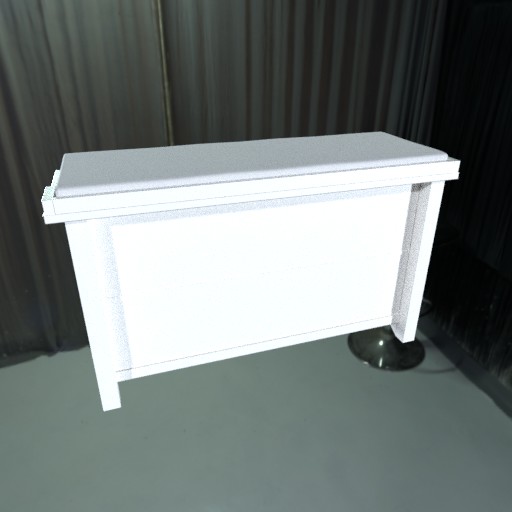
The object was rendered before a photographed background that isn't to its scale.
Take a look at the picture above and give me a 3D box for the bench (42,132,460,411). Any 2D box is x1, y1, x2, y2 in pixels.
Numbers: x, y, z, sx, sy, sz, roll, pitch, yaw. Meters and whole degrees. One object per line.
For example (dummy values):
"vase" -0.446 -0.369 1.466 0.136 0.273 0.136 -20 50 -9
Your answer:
"bench" 0.000 0.000 1.259 0.987 0.589 0.346 -8 28 -16
